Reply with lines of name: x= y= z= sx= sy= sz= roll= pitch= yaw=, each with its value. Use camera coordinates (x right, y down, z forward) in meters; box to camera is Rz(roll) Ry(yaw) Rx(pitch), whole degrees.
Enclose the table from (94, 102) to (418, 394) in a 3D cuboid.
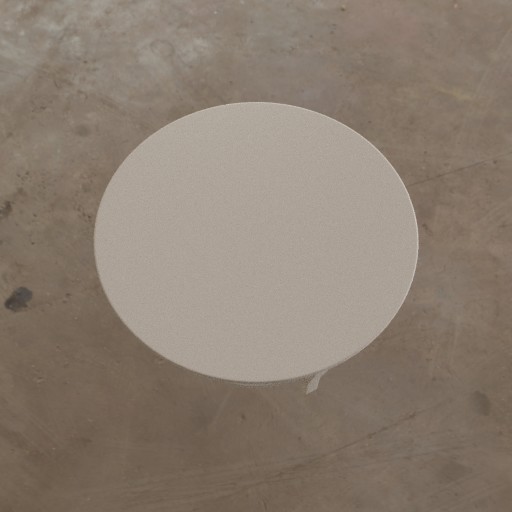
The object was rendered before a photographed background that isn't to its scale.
table: x=0.000 y=0.000 z=1.461 sx=0.910 sy=0.457 sz=0.910 roll=0 pitch=63 yaw=0
